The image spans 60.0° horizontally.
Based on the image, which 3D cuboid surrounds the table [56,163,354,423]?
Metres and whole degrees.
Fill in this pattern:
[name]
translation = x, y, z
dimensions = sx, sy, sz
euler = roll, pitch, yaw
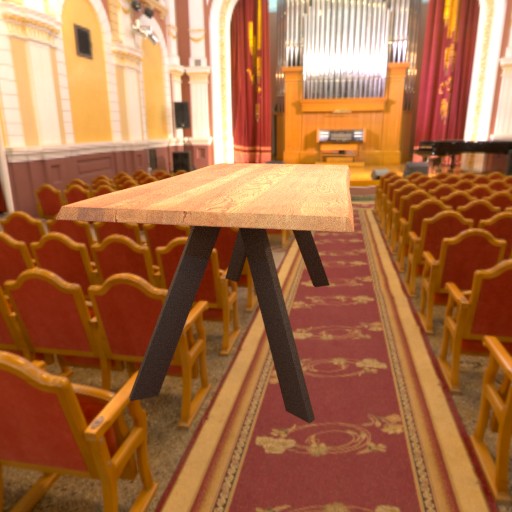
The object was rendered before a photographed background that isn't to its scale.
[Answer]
[table]
translation = 0.000, 0.000, 2.216
dimensions = 0.900, 0.770, 1.800
euler = 3, 16, 11
